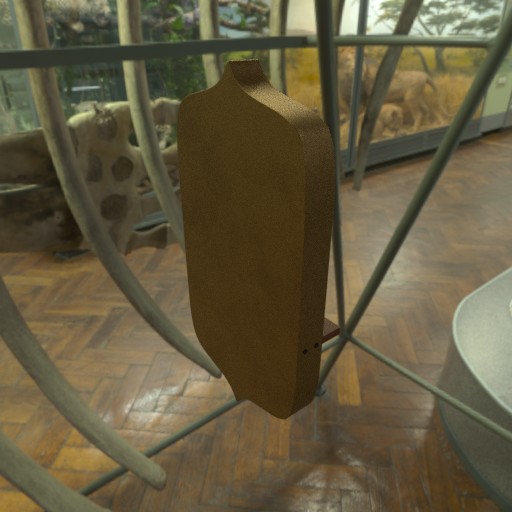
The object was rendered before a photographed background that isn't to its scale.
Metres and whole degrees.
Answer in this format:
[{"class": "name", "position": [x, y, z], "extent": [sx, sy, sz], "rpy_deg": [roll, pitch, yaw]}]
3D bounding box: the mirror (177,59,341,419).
[{"class": "mirror", "position": [0.000, 0.000, 0.755], "extent": [0.096, 0.613, 0.323], "rpy_deg": [-20, 33, -33]}]
